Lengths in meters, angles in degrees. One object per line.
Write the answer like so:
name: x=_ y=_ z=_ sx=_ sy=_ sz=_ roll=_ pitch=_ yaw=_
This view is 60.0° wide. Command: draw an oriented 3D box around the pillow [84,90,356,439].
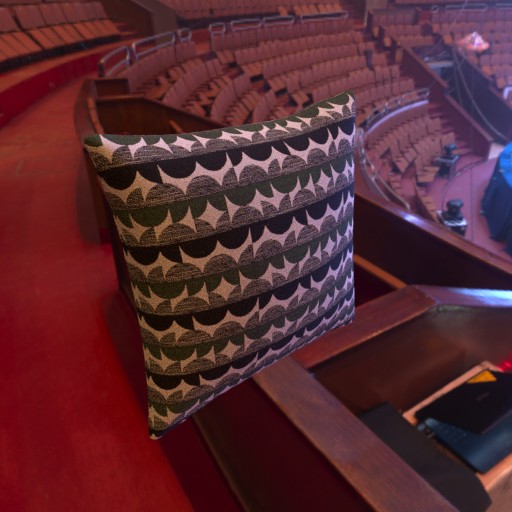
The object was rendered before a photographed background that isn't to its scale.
pillow: x=0.000 y=0.000 z=0.638 sx=0.419 sy=0.404 sz=0.180 roll=-22 pitch=37 yaw=-33
